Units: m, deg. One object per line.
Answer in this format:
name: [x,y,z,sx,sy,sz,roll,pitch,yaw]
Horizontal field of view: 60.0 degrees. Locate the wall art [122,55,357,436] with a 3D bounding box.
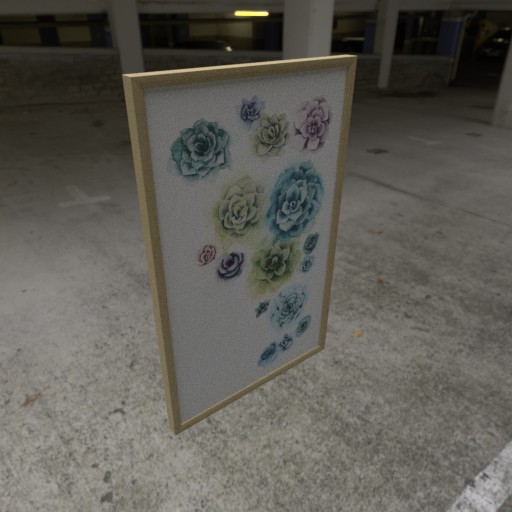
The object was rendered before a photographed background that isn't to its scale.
wall art: [0.000,0.000,1.012,0.510,0.810,0.039,-21,36,-32]
